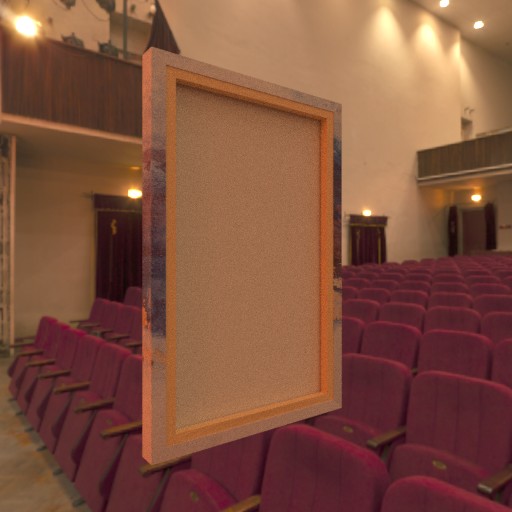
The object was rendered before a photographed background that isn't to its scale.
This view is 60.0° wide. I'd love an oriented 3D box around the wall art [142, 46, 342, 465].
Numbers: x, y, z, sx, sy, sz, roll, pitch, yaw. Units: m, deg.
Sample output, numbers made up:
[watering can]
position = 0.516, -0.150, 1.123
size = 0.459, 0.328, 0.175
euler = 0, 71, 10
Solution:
[wall art]
position = 0.000, 0.000, 1.120
size = 0.583, 0.874, 0.048
euler = 0, 0, -37
